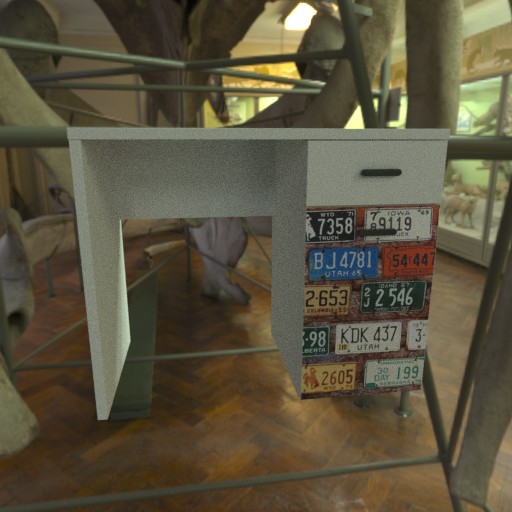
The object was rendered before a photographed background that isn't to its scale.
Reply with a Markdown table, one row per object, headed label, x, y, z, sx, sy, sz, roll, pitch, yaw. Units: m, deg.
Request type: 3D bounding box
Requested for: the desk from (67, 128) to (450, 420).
| label | x | y | z | sx | sy | sz | roll | pitch | yaw |
| --- | --- | --- | --- | --- | --- | --- | --- | --- | --- |
| desk | 0.000 | 0.000 | 1.336 | 0.898 | 0.730 | 0.482 | -2 | 15 | -8 |
